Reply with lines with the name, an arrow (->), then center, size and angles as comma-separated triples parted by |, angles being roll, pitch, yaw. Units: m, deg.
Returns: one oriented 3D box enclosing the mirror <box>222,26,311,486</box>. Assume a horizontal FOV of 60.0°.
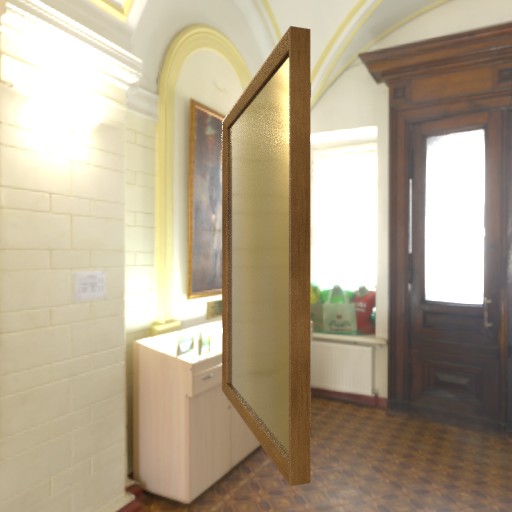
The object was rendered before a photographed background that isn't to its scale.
mirror -> 0.000, 0.000, 0.932 | 0.039, 0.711, 0.508 | 0, 0, -16
